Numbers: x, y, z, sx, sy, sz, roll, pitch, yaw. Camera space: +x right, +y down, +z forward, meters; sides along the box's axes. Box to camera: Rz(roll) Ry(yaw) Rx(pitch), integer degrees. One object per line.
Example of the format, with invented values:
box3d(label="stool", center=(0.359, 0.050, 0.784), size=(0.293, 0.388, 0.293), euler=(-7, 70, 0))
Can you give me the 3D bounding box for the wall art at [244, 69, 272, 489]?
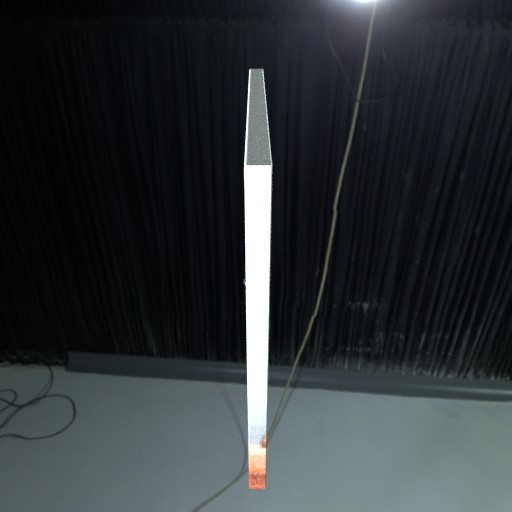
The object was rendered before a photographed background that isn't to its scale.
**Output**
box3d(label="wall art", center=(0.000, 0.000, 1.118), size=(0.042, 0.760, 0.760), euler=(0, 32, 0))
